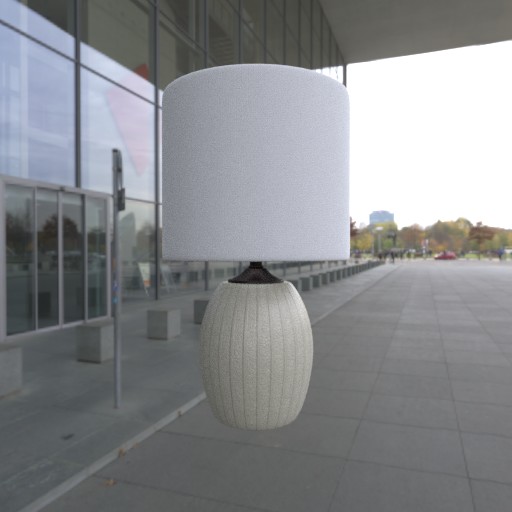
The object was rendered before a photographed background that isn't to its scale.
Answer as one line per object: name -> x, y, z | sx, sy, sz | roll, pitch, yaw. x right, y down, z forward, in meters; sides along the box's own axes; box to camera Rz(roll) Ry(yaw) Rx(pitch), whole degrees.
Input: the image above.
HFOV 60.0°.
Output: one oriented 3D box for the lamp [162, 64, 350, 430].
lamp -> 0.000, 0.000, 0.793 | 0.329, 0.570, 0.329 | 0, 1, 36
